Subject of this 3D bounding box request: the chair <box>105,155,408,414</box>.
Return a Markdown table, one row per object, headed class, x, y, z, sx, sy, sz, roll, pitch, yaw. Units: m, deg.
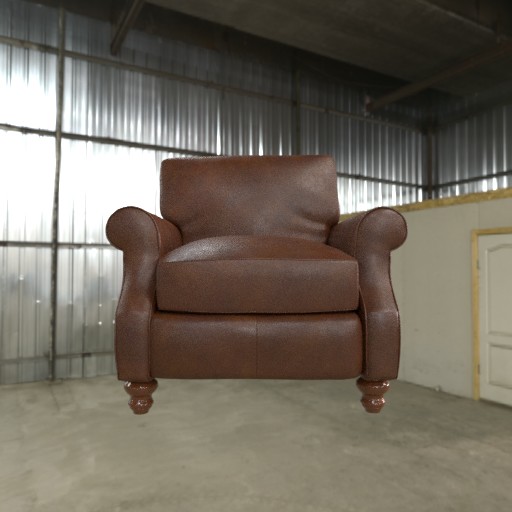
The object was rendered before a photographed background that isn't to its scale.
| class | x | y | z | sx | sy | sz | roll | pitch | yaw |
| --- | --- | --- | --- | --- | --- | --- | --- | --- | --- |
| chair | 0.000 | 0.000 | 1.752 | 0.989 | 0.972 | 0.992 | 0 | -1 | -1 |
